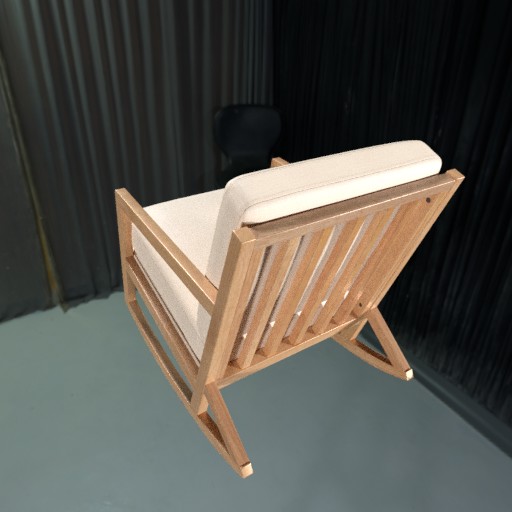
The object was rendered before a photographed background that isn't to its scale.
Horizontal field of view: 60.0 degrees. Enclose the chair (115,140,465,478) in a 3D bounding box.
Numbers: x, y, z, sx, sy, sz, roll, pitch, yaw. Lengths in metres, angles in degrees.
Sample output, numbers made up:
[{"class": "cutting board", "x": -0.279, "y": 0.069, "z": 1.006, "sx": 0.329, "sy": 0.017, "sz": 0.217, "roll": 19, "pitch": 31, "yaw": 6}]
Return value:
[{"class": "chair", "x": 0.000, "y": 0.000, "z": 1.367, "sx": 0.622, "sy": 0.790, "sz": 0.857, "roll": -18, "pitch": 34, "yaw": -29}]
